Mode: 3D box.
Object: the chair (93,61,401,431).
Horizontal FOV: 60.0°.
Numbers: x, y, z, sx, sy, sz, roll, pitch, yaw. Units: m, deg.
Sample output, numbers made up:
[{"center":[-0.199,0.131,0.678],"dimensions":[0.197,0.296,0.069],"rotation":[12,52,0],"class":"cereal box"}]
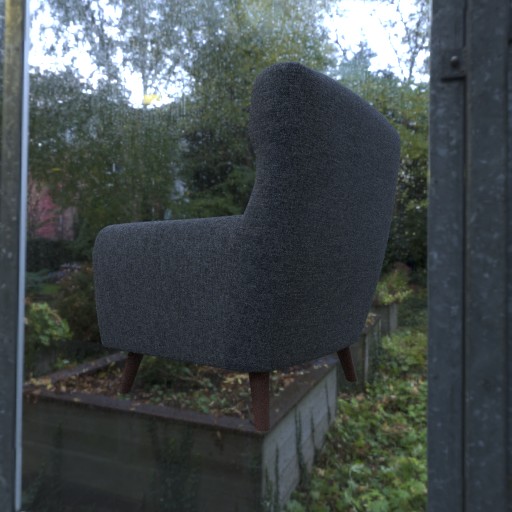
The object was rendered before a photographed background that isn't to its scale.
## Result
[{"center":[0.000,0.000,1.724],"dimensions":[0.940,1.039,0.889],"rotation":[-1,-1,36],"class":"chair"}]
